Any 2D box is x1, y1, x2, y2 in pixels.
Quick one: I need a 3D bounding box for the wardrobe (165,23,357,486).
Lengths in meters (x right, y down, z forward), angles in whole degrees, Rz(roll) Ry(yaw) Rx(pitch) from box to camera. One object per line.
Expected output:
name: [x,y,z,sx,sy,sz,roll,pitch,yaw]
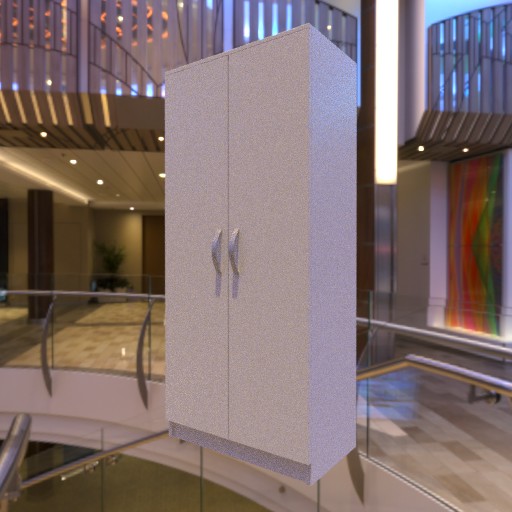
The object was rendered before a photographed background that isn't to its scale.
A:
wardrobe: [0.000,0.000,2.000,0.760,1.700,0.470,0,1,36]
